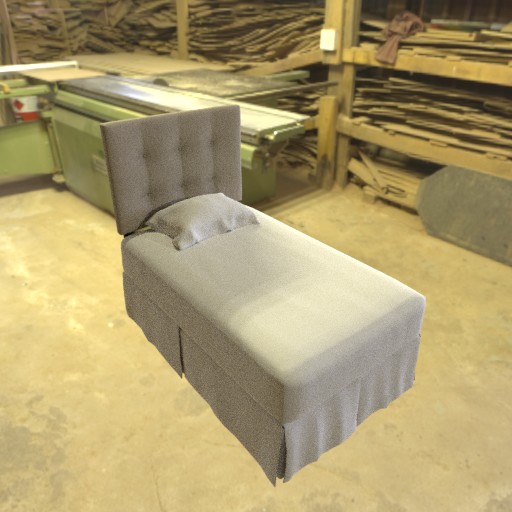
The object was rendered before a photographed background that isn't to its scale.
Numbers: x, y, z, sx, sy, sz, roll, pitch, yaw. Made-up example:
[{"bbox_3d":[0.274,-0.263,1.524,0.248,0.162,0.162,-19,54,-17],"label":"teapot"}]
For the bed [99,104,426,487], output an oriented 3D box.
[{"bbox_3d":[0.000,0.000,2.976,1.261,1.571,1.997,-21,35,-33],"label":"bed"}]
